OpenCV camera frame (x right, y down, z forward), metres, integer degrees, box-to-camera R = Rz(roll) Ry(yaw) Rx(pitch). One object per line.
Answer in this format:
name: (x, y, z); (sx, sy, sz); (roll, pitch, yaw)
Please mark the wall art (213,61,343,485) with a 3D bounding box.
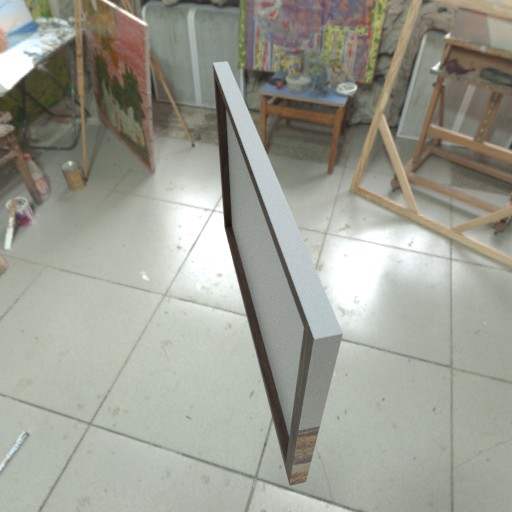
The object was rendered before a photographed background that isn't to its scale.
wall art: (0.000, 0.000, 1.404); (0.051, 0.761, 1.138); (-9, 47, -9)
